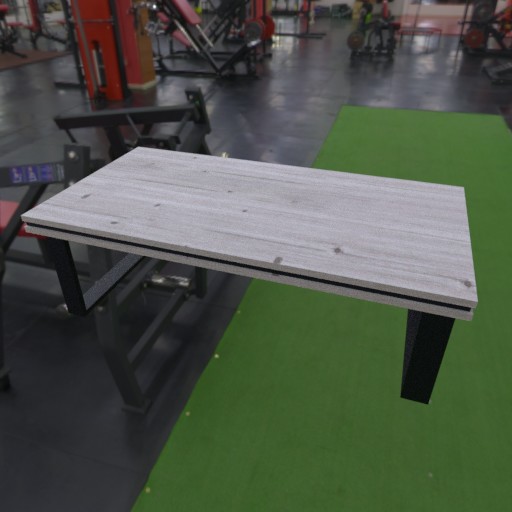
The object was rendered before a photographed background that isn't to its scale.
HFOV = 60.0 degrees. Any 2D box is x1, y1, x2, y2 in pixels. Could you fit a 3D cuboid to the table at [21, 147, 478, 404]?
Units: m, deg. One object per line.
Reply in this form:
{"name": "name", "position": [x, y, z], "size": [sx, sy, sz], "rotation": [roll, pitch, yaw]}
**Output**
{"name": "table", "position": [0.000, 0.000, 1.632], "size": [1.350, 0.450, 0.700], "rotation": [11, 34, 16]}
